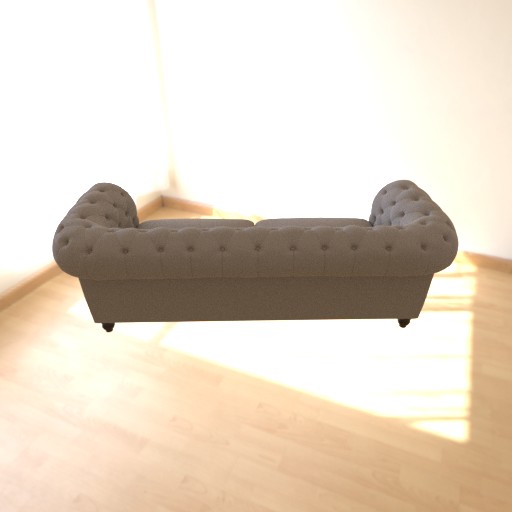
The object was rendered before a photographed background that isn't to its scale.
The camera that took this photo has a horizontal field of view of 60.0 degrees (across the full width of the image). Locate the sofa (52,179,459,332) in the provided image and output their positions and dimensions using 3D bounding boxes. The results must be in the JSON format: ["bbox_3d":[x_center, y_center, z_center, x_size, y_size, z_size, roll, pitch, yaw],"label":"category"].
[{"bbox_3d":[0.000,0.000,2.905,2.411,0.749,0.991,-1,30,-1],"label":"sofa"}]
